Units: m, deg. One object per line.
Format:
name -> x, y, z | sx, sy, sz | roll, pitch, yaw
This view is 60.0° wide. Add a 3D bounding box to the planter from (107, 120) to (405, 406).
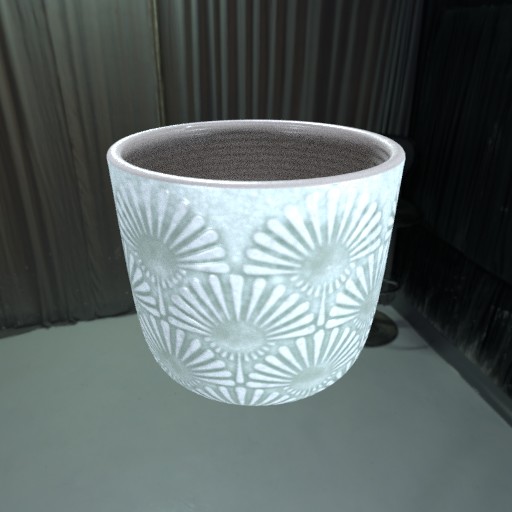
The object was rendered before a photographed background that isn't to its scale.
planter -> 0.000, 0.000, 0.215 | 0.124, 0.109, 0.124 | 0, 26, 0
